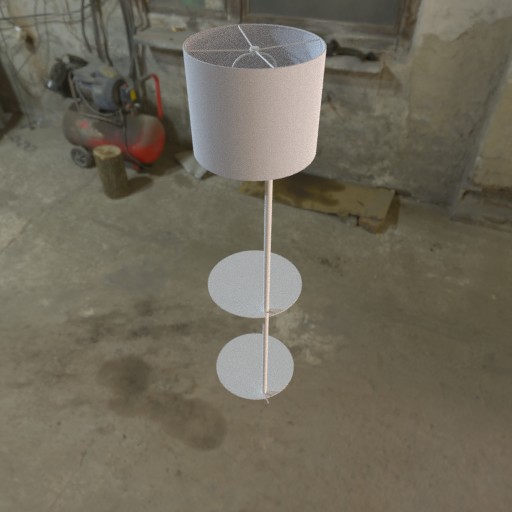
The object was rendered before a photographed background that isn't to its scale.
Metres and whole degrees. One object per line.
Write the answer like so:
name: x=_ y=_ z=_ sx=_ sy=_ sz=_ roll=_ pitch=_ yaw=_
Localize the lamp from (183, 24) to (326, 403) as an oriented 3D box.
lamp: x=0.000 y=0.000 z=1.635 sx=0.372 sy=1.465 sz=0.405 roll=-10 pitch=43 yaw=-11
